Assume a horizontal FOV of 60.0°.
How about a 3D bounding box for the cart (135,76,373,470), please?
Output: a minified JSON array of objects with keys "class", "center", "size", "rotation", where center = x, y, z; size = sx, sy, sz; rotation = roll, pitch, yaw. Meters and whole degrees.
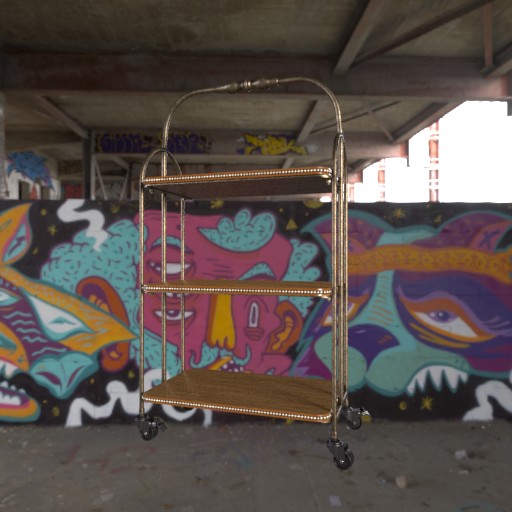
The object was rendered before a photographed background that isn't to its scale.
[{"class":"cart","center":[0.000,0.000,1.307],"size":[0.650,1.052,0.330],"rotation":[0,0,18]}]
